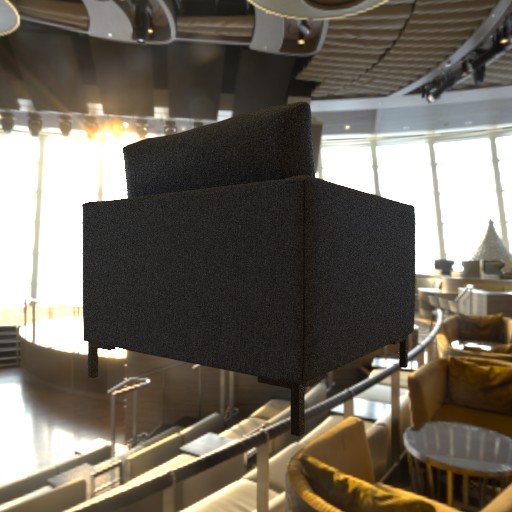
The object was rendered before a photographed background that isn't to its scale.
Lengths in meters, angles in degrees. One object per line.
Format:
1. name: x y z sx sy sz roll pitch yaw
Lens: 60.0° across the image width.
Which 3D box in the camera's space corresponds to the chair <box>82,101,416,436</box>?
1. chair: 0.000 0.000 1.656 0.963 0.861 0.866 0 0 36
